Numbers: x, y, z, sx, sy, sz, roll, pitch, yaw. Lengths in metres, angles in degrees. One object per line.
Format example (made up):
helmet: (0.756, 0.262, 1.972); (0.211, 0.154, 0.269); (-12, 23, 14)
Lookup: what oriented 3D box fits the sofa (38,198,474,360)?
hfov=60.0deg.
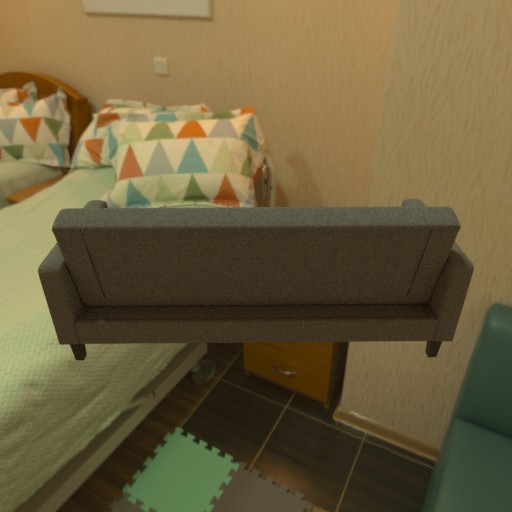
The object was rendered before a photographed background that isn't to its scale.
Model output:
sofa: (0.000, 0.000, 2.457); (2.040, 0.850, 0.810); (0, 31, -1)
